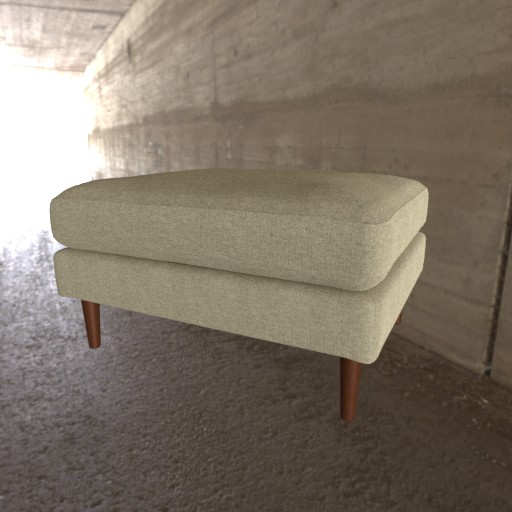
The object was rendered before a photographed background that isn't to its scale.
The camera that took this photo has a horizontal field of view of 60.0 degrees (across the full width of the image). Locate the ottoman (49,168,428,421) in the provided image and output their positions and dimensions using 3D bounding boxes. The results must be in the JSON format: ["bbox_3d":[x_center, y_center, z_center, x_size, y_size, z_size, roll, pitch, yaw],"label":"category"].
[{"bbox_3d":[0.000,0.000,1.240,0.821,0.474,0.693,7,16,26],"label":"ottoman"}]
